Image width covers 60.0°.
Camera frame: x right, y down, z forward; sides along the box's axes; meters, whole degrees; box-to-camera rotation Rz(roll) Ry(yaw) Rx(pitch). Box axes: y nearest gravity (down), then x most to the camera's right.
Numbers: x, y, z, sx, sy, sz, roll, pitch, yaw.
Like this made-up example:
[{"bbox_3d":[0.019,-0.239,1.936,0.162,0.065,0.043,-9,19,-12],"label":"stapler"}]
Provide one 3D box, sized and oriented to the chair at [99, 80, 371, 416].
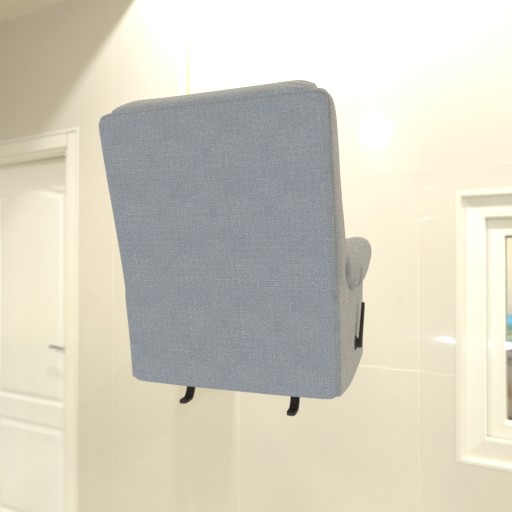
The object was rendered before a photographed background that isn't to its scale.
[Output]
[{"bbox_3d":[0.000,0.000,1.772,0.838,1.054,1.014,0,0,18],"label":"chair"}]
